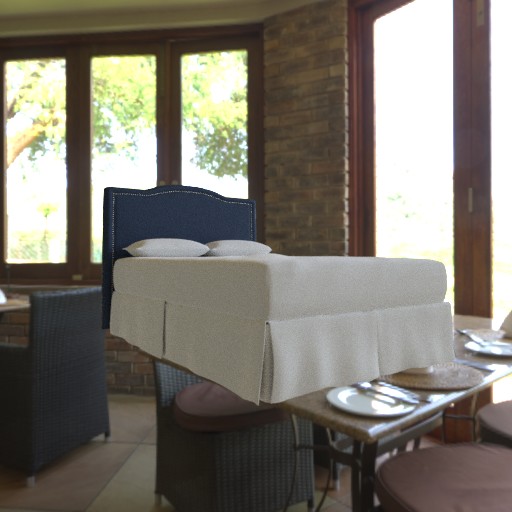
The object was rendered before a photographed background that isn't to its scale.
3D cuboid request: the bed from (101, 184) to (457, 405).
[{"bbox_3d":[0.000,0.000,3.576,1.741,1.441,2.507,0,0,-36],"label":"bed"}]
